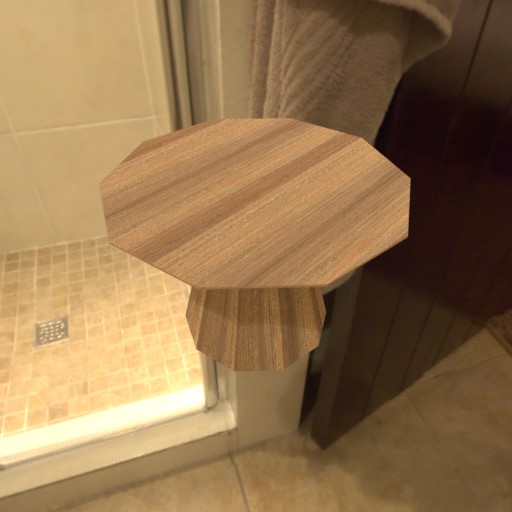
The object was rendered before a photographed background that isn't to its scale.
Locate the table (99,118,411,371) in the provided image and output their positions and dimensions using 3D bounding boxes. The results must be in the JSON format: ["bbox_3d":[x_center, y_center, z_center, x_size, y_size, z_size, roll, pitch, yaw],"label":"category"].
[{"bbox_3d":[0.000,0.000,1.932,1.186,0.752,1.186,0,41,0],"label":"table"}]
